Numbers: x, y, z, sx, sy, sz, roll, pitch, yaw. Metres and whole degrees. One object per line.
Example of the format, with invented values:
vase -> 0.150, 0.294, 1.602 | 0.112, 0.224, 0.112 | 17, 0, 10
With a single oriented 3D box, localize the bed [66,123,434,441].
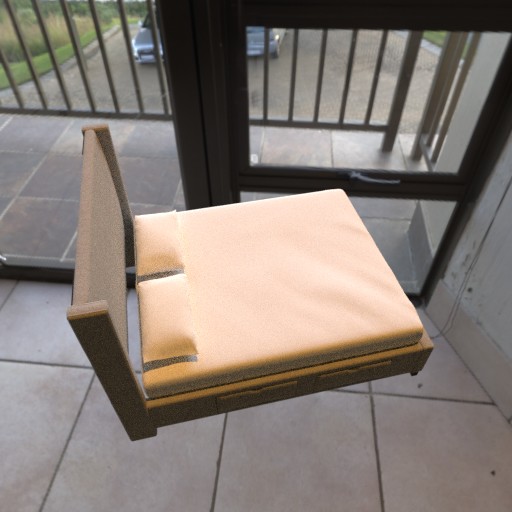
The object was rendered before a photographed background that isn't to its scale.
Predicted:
bed -> 0.000, 0.000, 3.356 | 2.222, 1.491, 1.774 | -9, 47, -9
